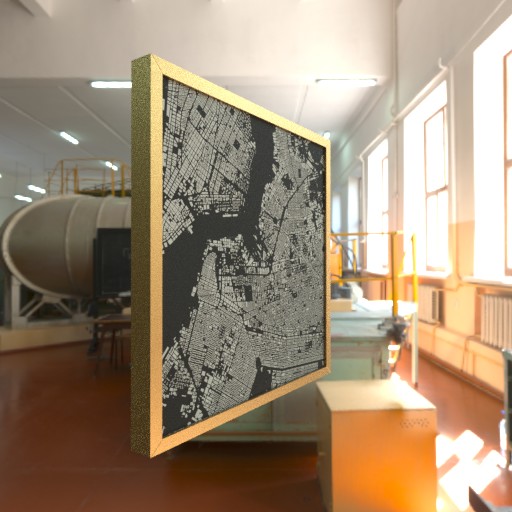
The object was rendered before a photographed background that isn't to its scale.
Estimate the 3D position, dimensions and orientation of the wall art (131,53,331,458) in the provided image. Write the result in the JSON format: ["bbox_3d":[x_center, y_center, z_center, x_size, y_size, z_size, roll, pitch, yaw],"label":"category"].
[{"bbox_3d":[0.000,0.000,1.955,0.095,1.284,1.284,0,0,36],"label":"wall art"}]
